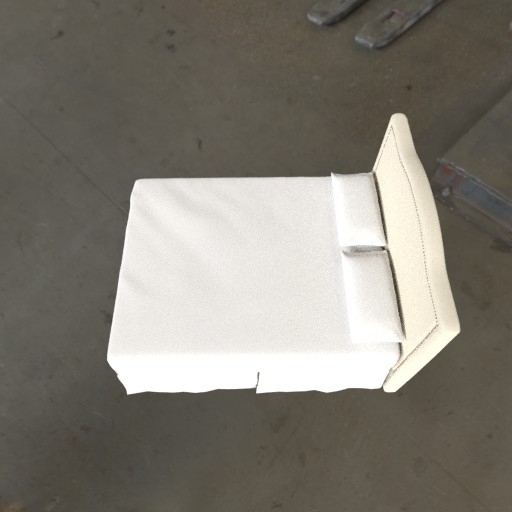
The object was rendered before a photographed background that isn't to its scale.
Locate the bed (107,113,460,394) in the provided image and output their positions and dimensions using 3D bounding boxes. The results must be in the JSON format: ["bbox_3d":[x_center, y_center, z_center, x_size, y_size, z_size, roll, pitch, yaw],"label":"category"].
[{"bbox_3d":[0.000,0.000,3.344,2.196,1.449,1.741,-1,60,0],"label":"bed"}]
